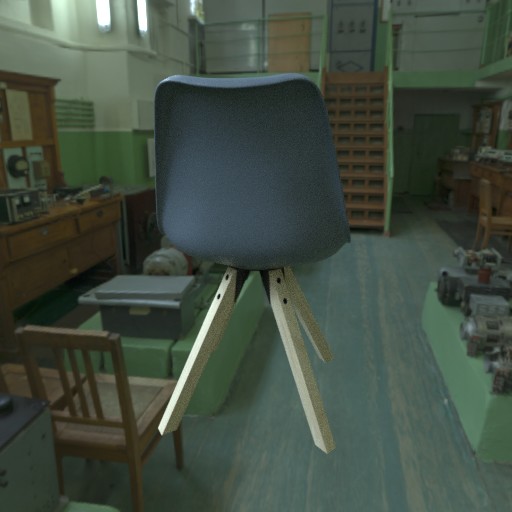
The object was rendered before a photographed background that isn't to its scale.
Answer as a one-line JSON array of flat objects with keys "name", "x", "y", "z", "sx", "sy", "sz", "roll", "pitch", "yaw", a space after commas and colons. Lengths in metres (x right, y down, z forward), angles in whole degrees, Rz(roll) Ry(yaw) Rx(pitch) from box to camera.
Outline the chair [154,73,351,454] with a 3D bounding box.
[{"name": "chair", "x": 0.000, "y": 0.000, "z": 1.178, "sx": 0.485, "sy": 0.850, "sz": 0.550, "roll": 3, "pitch": 17, "yaw": 9}]
